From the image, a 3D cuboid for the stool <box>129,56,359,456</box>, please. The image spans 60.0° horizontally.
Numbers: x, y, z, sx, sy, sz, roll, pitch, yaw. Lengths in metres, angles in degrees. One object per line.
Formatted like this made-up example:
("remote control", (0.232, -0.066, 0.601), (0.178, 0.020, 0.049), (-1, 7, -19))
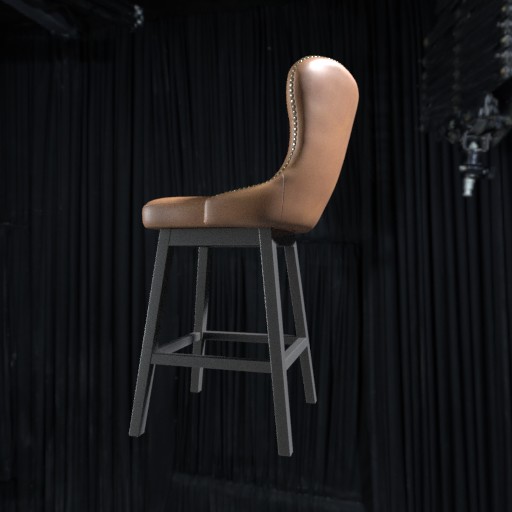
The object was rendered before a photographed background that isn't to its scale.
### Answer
("stool", (0.000, 0.000, 1.319), (0.593, 0.971, 0.528), (0, 0, 16))
